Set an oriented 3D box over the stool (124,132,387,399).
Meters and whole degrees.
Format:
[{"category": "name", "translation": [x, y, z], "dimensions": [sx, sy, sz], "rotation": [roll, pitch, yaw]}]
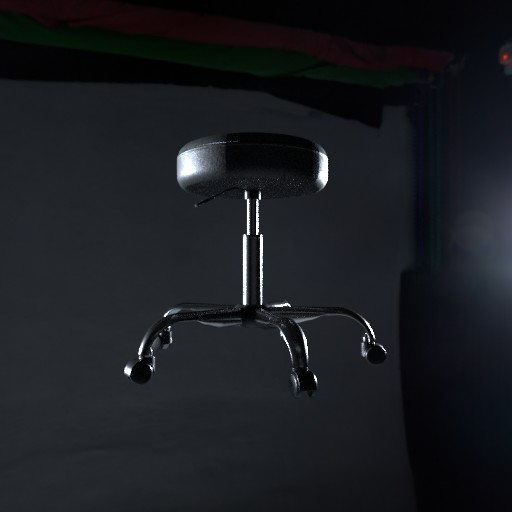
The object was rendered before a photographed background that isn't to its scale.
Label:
[{"category": "stool", "translation": [0.000, 0.000, 1.172], "dimensions": [0.673, 0.576, 0.638], "rotation": [0, 0, -19]}]
